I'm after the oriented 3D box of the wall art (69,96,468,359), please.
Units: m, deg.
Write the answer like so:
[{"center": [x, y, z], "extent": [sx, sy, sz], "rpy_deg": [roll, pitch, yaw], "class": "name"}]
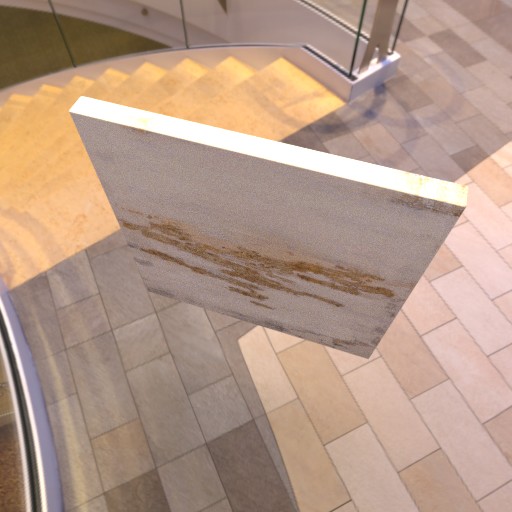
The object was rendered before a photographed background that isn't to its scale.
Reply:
[{"center": [0.000, 0.000, 0.917], "extent": [0.611, 0.613, 0.040], "rpy_deg": [16, 59, 10], "class": "wall art"}]
